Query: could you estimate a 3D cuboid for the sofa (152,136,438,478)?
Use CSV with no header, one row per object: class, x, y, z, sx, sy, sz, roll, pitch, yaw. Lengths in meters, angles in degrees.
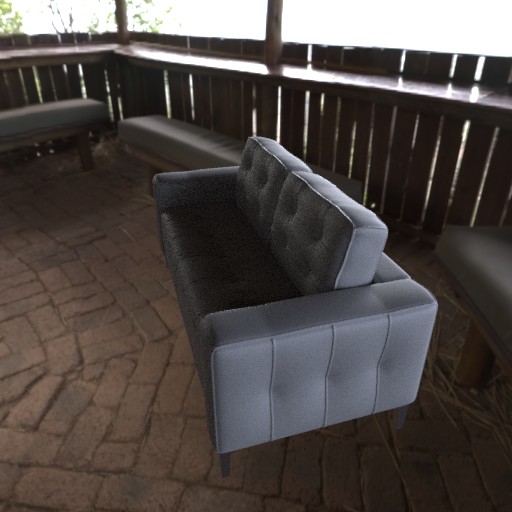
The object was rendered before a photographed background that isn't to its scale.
sofa,0.000,0.000,2.218,0.833,0.892,1.726,-9,30,-15
